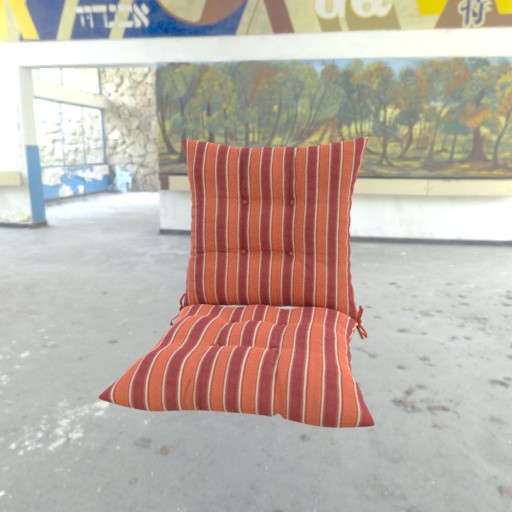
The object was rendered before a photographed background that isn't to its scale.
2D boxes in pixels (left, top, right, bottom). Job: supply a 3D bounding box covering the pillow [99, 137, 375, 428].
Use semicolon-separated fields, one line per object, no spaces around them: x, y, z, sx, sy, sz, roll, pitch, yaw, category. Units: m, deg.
0.000;0.000;1.012;0.541;0.536;0.585;2;13;10;pillow
